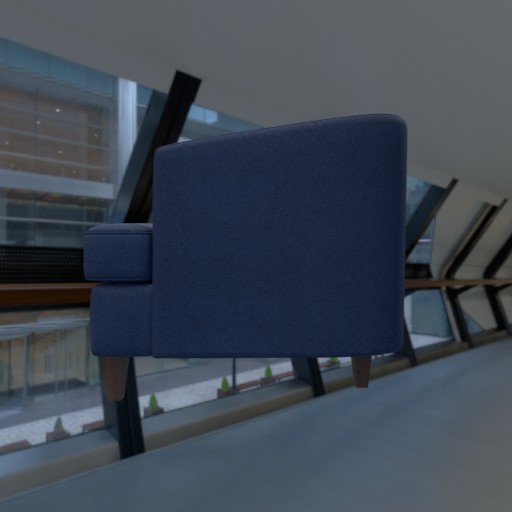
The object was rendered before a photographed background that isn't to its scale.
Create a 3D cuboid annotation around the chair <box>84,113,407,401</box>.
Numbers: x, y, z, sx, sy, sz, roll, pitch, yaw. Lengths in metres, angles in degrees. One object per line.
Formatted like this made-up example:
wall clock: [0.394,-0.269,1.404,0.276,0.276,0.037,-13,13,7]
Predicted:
chair: [0.000,0.000,1.689,0.914,0.787,1.118,0,-1,-1]
